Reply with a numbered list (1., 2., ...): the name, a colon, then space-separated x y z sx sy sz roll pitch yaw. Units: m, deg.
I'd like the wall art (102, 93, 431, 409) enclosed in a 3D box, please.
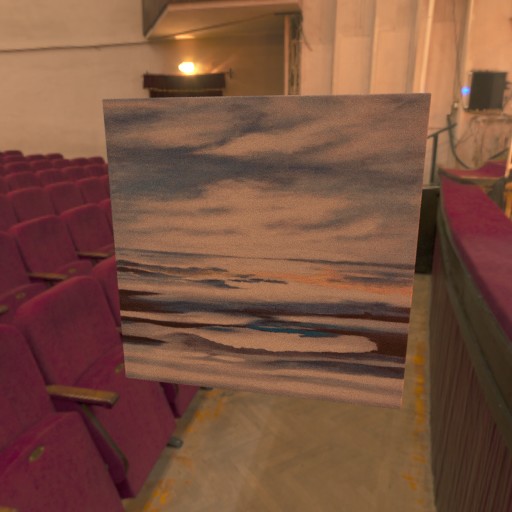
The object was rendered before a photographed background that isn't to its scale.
1. wall art: 0.000 0.000 1.099 0.747 0.747 0.035 3 15 11
